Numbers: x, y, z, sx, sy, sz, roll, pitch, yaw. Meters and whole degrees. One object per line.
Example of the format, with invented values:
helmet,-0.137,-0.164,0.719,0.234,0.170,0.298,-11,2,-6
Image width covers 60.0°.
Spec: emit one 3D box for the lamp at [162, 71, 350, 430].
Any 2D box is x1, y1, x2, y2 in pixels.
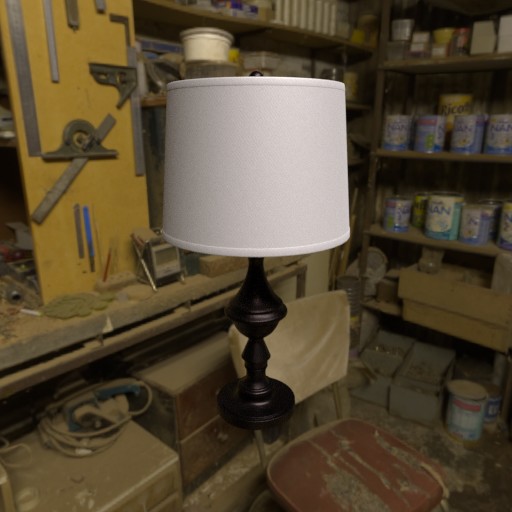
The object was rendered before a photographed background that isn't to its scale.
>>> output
lamp,0.000,0.000,0.937,0.383,0.726,0.383,0,16,0
